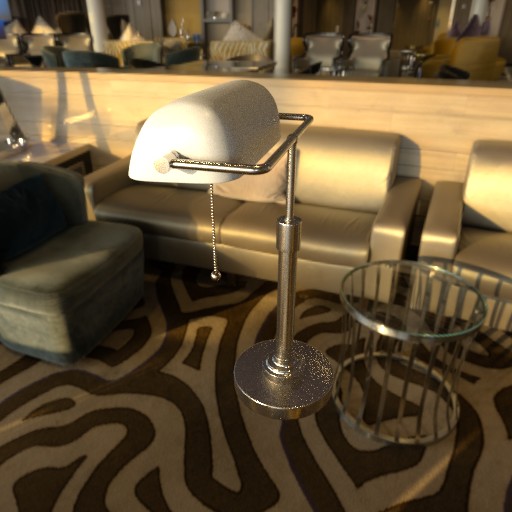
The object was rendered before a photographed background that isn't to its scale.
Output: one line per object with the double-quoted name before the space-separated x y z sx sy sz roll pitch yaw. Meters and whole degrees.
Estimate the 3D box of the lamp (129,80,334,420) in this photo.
"lamp" 0.000 0.000 0.566 0.227 0.404 0.269 7 29 14
